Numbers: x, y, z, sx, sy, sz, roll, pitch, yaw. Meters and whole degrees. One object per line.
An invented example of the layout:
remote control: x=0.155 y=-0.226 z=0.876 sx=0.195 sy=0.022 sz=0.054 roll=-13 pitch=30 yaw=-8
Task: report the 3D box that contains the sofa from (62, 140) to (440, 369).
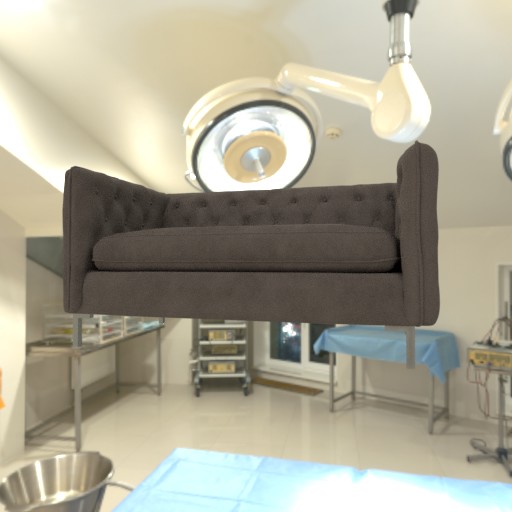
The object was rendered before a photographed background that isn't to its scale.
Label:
sofa: x=0.000 y=0.000 z=2.147 sx=1.583 sy=0.810 sz=0.909 roll=0 pitch=-1 yaw=17
